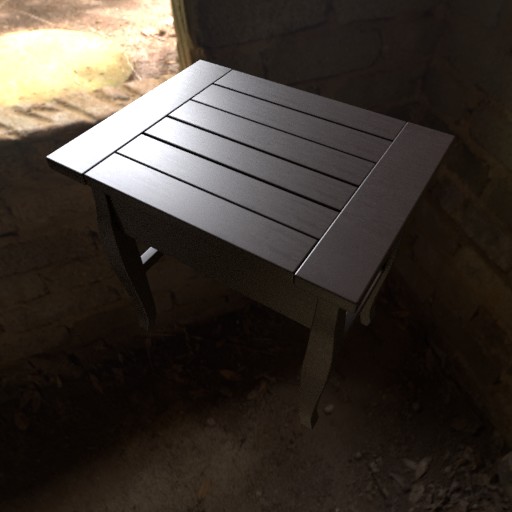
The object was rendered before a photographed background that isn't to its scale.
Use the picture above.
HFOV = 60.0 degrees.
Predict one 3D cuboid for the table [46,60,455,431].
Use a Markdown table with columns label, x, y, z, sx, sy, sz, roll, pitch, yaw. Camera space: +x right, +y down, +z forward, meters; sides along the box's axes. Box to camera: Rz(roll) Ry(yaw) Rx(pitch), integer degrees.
| label | x | y | z | sx | sy | sz | roll | pitch | yaw |
| --- | --- | --- | --- | --- | --- | --- | --- | --- | --- |
| table | 0.000 | 0.000 | 1.038 | 0.602 | 0.605 | 0.460 | 25 | 53 | 21 |
